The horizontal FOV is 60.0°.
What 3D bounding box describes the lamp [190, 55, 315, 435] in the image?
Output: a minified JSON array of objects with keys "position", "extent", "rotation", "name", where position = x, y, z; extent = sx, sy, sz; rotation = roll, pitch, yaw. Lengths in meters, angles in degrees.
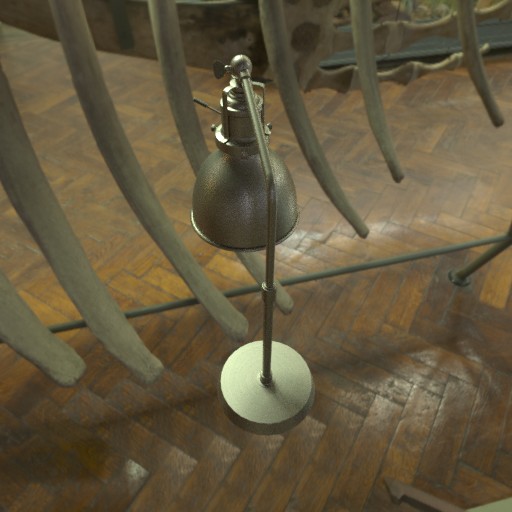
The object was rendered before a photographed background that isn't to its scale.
[{"position":[0.000,0.000,0.573],"extent":[0.153,0.456,0.286],"rotation":[-10,47,-9],"name":"lamp"}]
